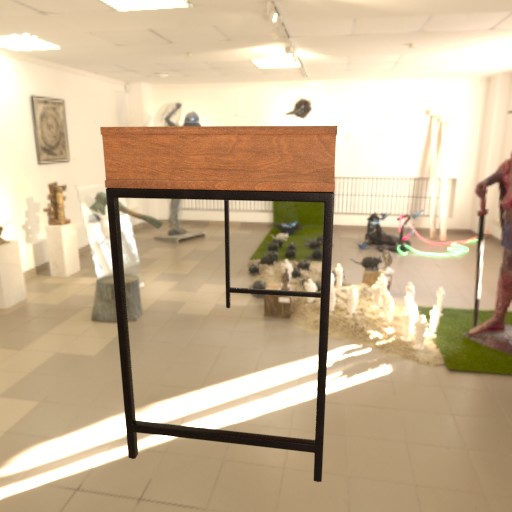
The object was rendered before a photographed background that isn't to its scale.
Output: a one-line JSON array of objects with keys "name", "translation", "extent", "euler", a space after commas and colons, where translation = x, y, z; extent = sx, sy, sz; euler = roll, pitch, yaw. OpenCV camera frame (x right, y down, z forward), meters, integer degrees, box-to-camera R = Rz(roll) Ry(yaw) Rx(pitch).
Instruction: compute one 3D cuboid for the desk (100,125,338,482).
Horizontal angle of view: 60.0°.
[{"name": "desk", "translation": [0.000, 0.000, 1.410], "extent": [0.470, 0.762, 1.016], "euler": [2, 15, 9]}]
